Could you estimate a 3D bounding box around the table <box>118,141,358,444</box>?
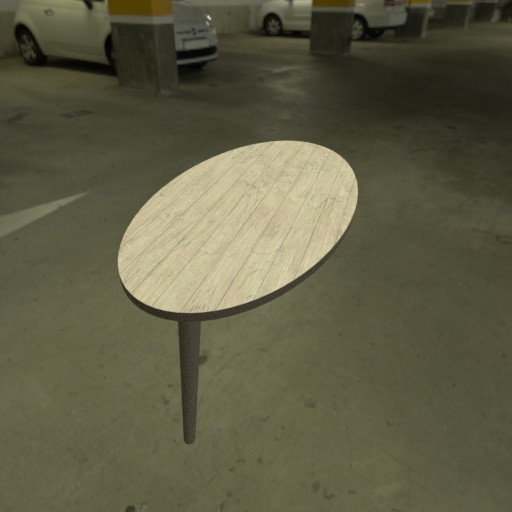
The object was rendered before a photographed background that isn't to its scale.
[{"bbox_3d":[0.000,0.000,1.316,0.542,0.390,1.083,9,32,14],"label":"table"}]
